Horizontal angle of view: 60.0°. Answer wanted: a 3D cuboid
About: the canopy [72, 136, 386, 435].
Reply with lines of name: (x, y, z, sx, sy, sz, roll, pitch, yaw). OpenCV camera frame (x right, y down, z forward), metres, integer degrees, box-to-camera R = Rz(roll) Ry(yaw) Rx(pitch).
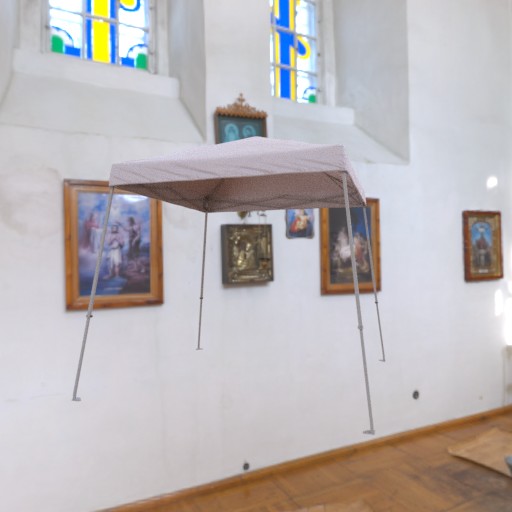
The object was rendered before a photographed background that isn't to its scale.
canopy: (0.000, 0.000, 5.254, 2.850, 2.850, 2.849, 0, -1, 18)
